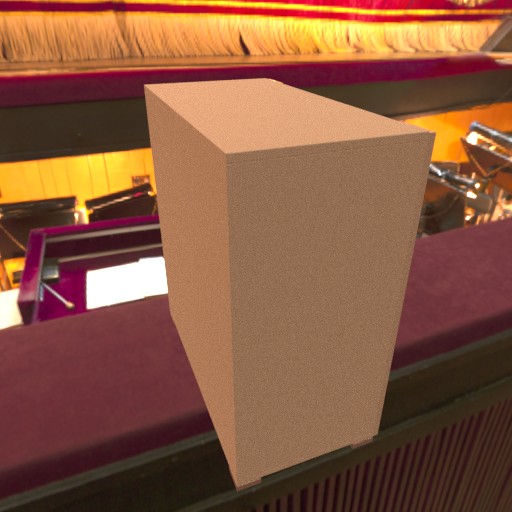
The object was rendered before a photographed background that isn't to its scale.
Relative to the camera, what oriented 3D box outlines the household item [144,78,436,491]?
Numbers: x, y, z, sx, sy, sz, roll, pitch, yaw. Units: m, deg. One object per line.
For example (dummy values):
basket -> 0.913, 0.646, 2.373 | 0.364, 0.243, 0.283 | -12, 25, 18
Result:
household item -> 0.000, 0.000, 1.307 | 0.420, 0.870, 0.800 | -11, 31, -19
